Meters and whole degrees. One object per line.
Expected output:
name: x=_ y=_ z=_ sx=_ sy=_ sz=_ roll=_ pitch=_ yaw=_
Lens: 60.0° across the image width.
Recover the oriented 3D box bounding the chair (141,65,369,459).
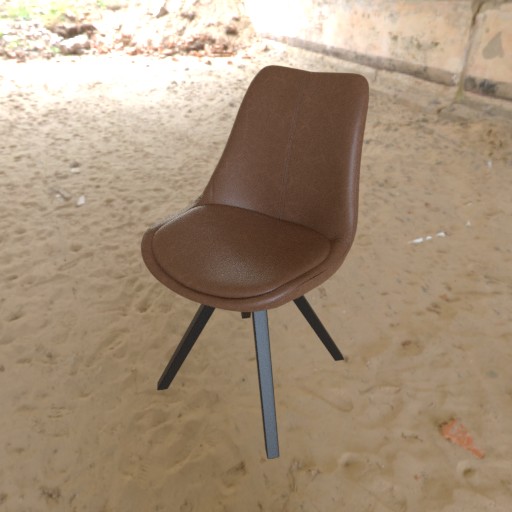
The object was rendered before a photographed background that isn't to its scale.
chair: x=0.000 y=0.000 z=1.162 sx=0.475 sy=0.850 sz=0.550 roll=20 pitch=37 yaw=29
